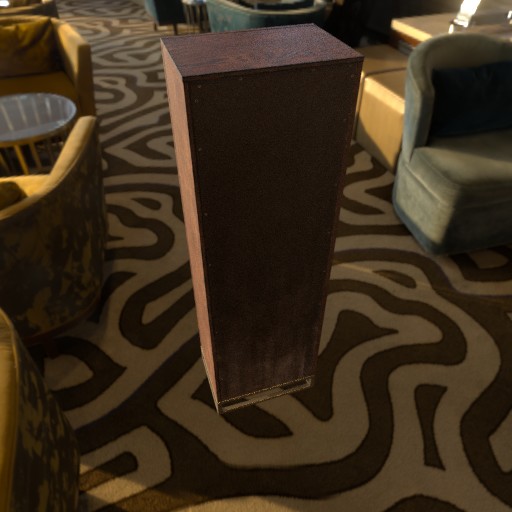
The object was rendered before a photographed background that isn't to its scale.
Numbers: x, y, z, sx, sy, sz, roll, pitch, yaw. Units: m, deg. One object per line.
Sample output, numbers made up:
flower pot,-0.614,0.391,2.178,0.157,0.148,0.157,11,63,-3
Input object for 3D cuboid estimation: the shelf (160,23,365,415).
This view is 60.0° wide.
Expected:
shelf,0.000,0.000,1.937,0.539,1.732,0.395,-12,43,-13
